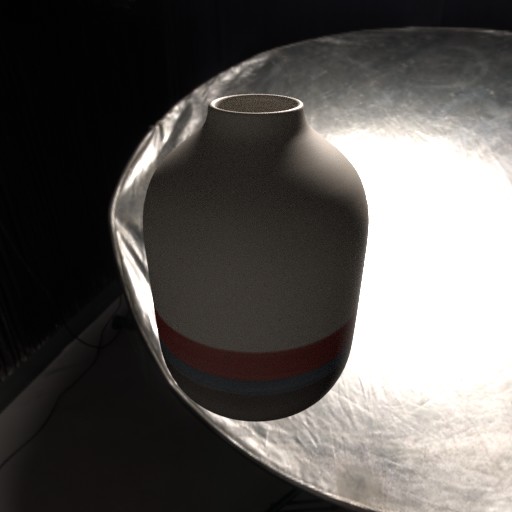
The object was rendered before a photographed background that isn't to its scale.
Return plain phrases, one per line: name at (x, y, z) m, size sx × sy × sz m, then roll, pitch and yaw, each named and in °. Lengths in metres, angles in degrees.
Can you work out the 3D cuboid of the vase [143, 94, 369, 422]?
vase at (0.000, 0.000, 0.355) m, size 0.169 × 0.237 × 0.169 m, roll 0°, pitch 30°, yaw 0°
